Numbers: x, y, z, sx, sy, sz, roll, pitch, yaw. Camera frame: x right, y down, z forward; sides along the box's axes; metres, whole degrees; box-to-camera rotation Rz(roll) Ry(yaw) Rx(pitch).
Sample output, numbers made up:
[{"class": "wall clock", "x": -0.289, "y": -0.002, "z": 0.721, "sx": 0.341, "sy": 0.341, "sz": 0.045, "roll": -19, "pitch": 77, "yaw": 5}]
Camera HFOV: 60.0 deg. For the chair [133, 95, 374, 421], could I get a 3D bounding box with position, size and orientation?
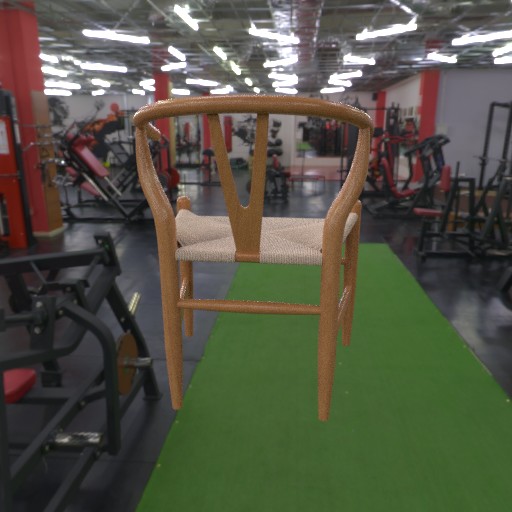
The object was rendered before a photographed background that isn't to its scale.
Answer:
[{"class": "chair", "x": 0.000, "y": 0.000, "z": 1.128, "sx": 0.569, "sy": 0.730, "sz": 0.579, "roll": 2, "pitch": 16, "yaw": 7}]
